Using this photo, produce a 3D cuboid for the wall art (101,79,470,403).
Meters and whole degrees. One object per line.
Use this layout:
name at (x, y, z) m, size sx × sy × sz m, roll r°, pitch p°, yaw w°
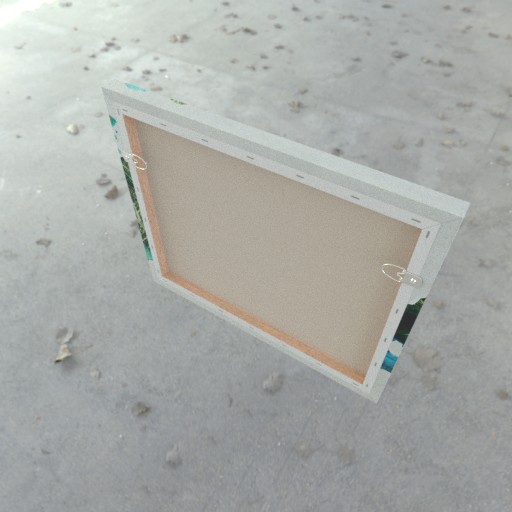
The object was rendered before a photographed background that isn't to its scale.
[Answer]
wall art at (0.000, 0.000, 0.984) m, size 0.711 × 0.610 × 0.043 m, roll 25°, pitch 52°, yaw 21°
